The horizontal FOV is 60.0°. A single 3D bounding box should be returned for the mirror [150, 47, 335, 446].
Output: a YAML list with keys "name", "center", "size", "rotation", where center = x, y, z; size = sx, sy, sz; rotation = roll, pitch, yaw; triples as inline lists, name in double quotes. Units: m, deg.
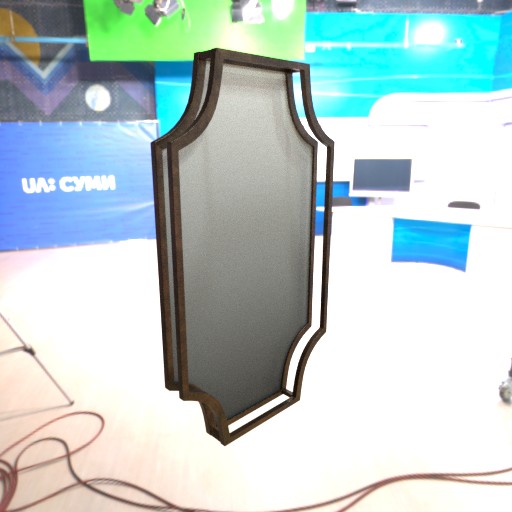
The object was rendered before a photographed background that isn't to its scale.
- name: "mirror"
  center: [0.000, 0.000, 0.984]
  size: [0.462, 0.811, 0.066]
  rotation: [-14, 20, -42]
